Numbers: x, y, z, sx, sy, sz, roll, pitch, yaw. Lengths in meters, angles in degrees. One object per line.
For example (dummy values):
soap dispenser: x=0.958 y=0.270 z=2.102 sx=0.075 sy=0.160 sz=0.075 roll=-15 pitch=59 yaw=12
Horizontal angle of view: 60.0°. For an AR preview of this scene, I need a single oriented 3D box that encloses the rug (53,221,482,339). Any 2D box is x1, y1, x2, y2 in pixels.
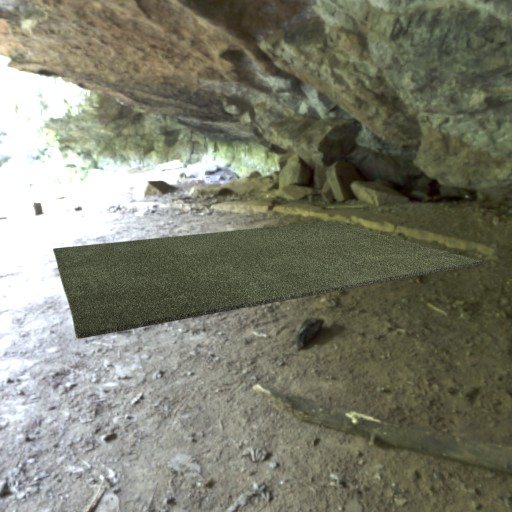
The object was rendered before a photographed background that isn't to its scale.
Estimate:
rug: x=0.000 y=0.000 z=3.329 sx=2.699 sy=0.026 sz=1.802 roll=-7 pitch=16 yaw=-26
